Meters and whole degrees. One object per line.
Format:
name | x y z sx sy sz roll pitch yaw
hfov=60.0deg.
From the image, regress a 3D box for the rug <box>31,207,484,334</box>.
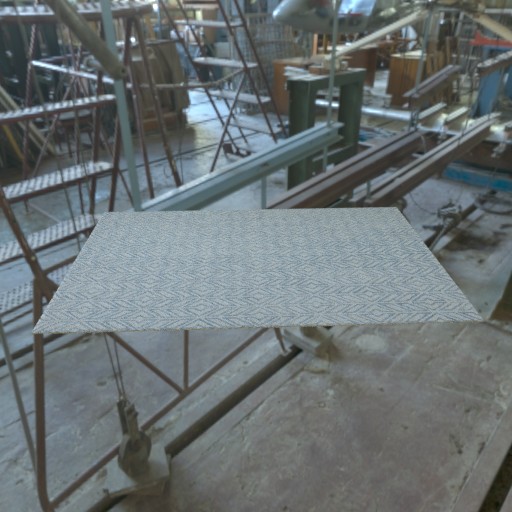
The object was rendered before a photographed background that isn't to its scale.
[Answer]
rug | 0.000 0.000 3.042 2.441 0.008 1.526 -1 30 -2
